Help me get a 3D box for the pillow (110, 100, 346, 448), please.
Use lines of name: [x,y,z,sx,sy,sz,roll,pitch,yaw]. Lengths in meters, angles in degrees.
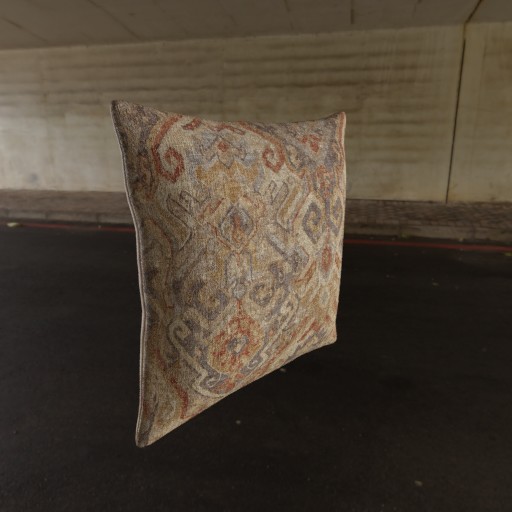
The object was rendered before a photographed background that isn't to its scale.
pillow: [0.000,0.000,0.791,0.166,0.506,0.523,15,21,43]
